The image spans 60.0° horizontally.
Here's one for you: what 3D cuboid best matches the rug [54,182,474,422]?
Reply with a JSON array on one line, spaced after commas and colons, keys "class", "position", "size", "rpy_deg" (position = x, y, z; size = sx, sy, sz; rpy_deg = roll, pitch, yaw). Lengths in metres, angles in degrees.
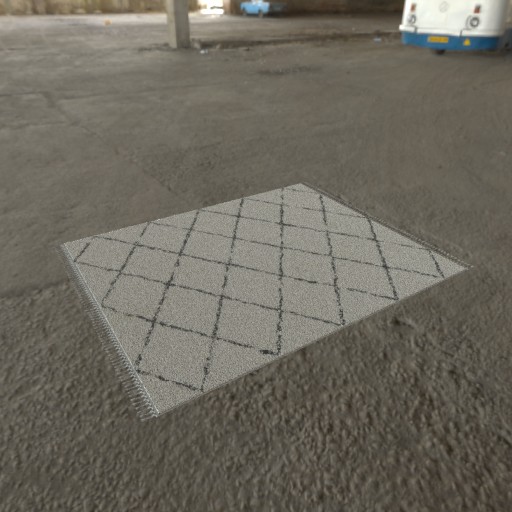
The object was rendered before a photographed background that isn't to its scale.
[{"class": "rug", "position": [0.000, 0.000, 4.053], "size": [3.051, 0.013, 2.380], "rpy_deg": [-18, 36, -28]}]
